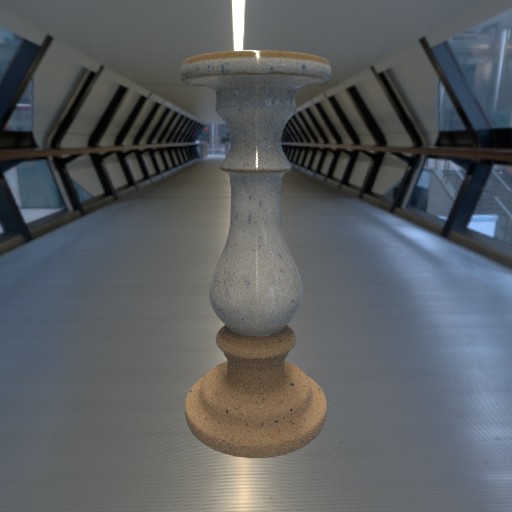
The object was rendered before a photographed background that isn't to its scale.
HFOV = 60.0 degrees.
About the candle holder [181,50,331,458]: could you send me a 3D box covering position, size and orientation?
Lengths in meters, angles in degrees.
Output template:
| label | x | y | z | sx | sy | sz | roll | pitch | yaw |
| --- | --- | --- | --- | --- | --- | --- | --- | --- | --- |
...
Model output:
| label | x | y | z | sx | sy | sz | roll | pitch | yaw |
| --- | --- | --- | --- | --- | --- | --- | --- | --- | --- |
| candle holder | 0.000 | 0.000 | 0.251 | 0.088 | 0.203 | 0.088 | 0 | 15 | 0 |
